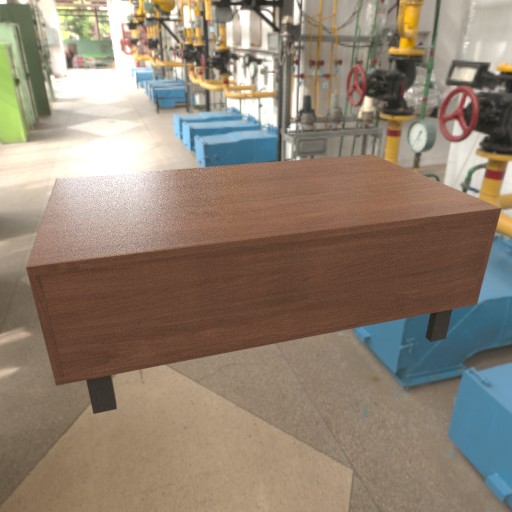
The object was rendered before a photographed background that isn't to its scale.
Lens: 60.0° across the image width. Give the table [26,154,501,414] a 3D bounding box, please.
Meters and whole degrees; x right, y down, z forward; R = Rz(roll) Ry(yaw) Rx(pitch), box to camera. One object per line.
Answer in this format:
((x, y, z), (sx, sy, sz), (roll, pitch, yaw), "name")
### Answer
((0.000, 0.000, 1.243), (1.020, 0.380, 0.600), (-8, 27, -16), "table")
